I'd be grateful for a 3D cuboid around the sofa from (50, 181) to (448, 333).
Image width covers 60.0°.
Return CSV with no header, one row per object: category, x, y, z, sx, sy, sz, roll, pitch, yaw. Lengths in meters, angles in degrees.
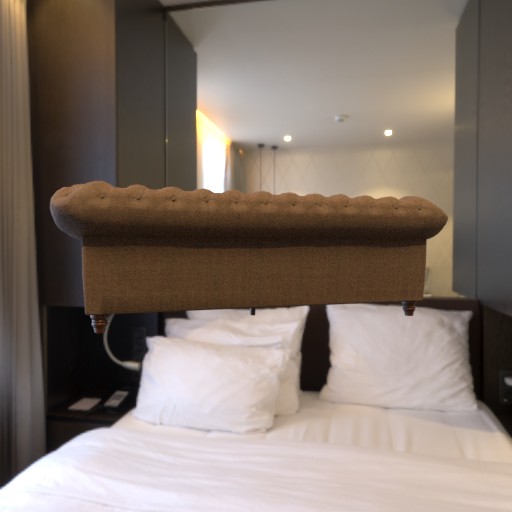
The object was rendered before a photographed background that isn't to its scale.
sofa,0.000,0.000,2.878,2.385,0.787,0.944,0,1,-18
